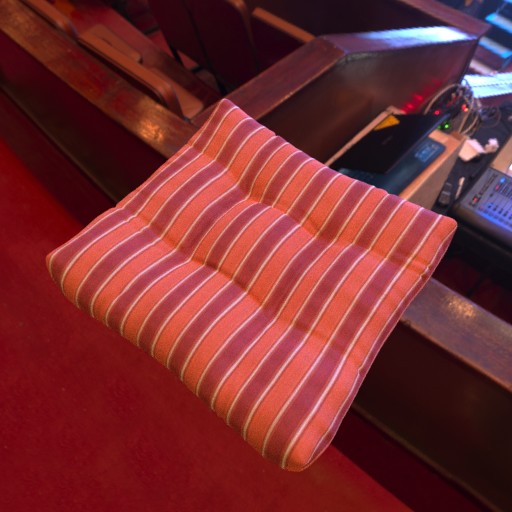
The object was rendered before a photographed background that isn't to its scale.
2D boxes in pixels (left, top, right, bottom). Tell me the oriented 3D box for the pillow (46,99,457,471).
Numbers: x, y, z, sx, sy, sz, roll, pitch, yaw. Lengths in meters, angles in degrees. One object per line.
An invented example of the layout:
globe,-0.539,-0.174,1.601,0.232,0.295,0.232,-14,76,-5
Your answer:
pillow,0.000,0.000,0.719,0.490,0.133,0.468,32,64,18
